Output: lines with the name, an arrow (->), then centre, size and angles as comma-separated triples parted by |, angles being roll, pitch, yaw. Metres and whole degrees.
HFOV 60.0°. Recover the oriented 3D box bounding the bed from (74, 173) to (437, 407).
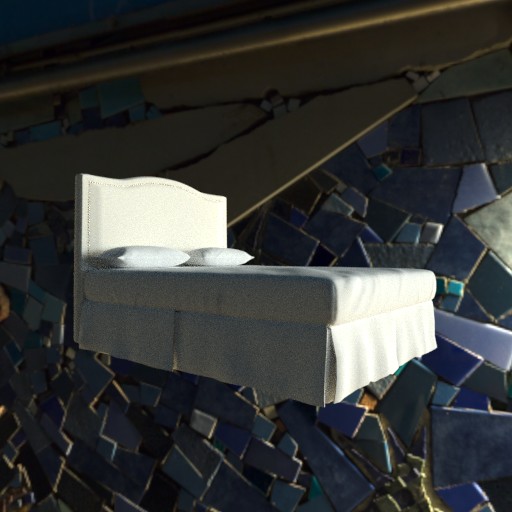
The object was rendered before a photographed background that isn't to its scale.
bed -> 0.000, 0.000, 3.443 | 2.282, 1.436, 1.821 | 0, 0, 37
